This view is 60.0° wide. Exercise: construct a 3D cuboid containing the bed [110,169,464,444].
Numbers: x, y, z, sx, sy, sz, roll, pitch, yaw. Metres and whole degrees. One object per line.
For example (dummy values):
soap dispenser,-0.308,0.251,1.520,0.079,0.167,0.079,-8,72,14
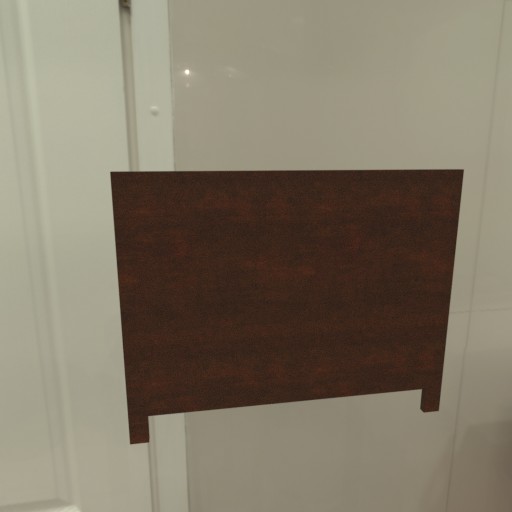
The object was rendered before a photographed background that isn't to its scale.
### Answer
bed,0.000,0.000,3.139,1.600,1.270,2.184,-2,13,-10
